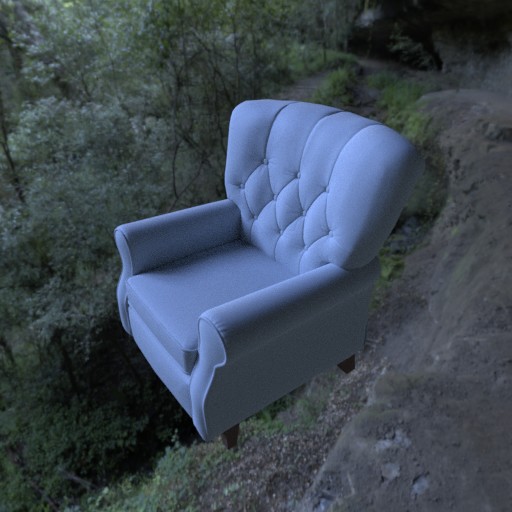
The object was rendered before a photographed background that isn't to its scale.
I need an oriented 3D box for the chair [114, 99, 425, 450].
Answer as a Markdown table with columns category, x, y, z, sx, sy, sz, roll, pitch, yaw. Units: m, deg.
| category | x | y | z | sx | sy | sz | roll | pitch | yaw |
| --- | --- | --- | --- | --- | --- | --- | --- | --- | --- |
| chair | 0.000 | 0.000 | 2.062 | 1.128 | 1.217 | 1.090 | -21 | 37 | -30 |
